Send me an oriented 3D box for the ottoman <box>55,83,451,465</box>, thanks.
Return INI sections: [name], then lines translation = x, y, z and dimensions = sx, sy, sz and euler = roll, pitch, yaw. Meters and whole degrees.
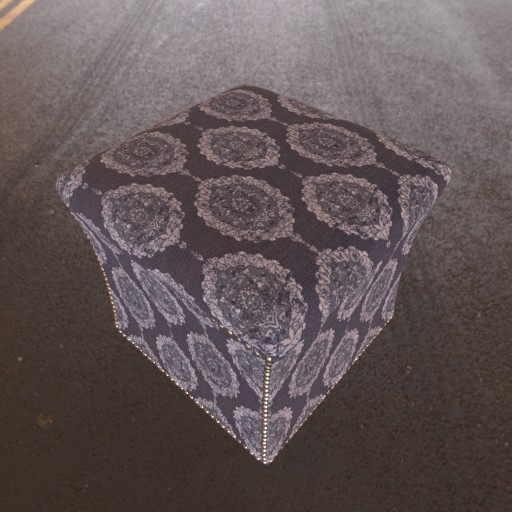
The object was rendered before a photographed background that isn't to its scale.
[ottoman]
translation = 0.000, 0.000, 0.890
dimensions = 0.507, 0.475, 0.497
euler = 33, 54, 28
